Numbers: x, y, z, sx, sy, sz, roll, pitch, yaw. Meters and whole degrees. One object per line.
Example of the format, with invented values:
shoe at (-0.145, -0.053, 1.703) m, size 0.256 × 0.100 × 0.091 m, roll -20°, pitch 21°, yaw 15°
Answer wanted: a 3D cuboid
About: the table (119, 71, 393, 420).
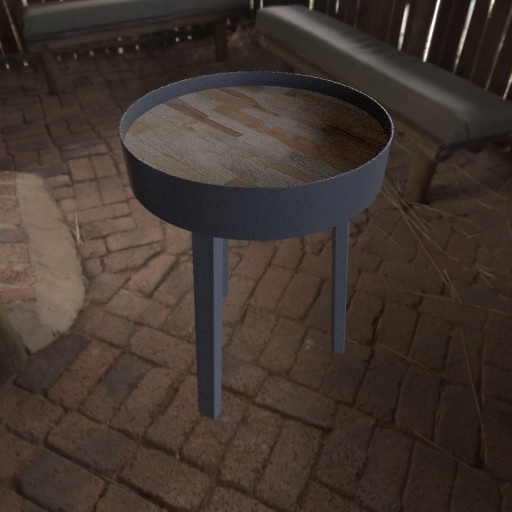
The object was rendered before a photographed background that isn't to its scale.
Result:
table at (0.000, 0.000, 0.855) m, size 0.406 × 0.559 × 0.406 m, roll 0°, pitch 41°, yaw 0°
